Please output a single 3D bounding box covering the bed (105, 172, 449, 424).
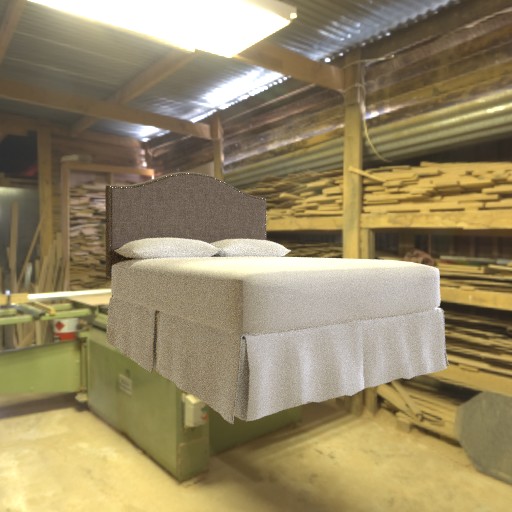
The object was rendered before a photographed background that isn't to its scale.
[{"bbox_3d":[0.000,0.000,3.307,1.713,1.518,2.153,-1,1,-35],"label":"bed"}]
